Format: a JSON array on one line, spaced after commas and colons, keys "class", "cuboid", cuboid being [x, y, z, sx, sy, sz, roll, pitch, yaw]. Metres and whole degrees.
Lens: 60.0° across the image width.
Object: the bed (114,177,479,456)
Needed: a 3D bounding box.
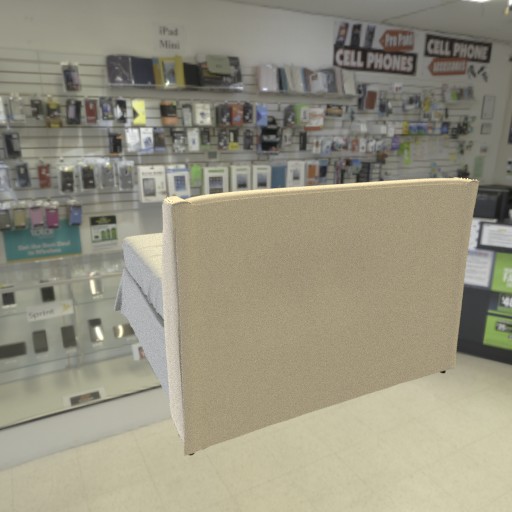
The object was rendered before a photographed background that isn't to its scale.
[{"class": "bed", "cuboid": [0.000, 0.000, 3.407, 1.925, 1.332, 2.276, -8, 18, -25]}]
